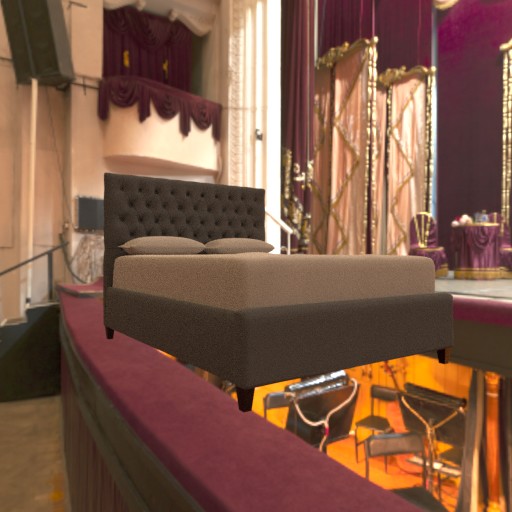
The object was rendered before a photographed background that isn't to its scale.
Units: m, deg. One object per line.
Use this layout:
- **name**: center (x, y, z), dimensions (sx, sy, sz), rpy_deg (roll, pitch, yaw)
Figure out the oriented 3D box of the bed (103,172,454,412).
- **bed**: center (0.000, 0.000, 3.382), dimensions (1.698, 1.427, 2.231), rpy_deg (0, 0, -34)
